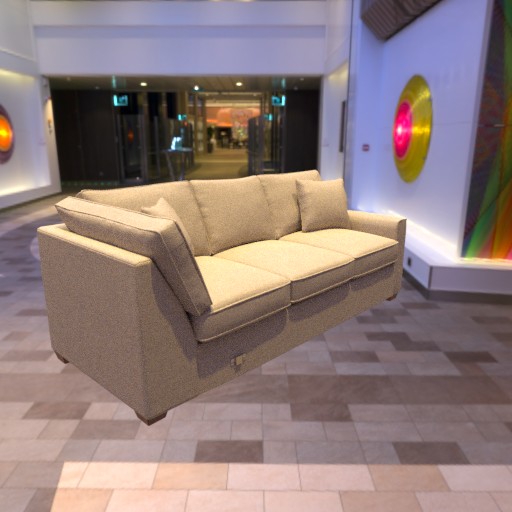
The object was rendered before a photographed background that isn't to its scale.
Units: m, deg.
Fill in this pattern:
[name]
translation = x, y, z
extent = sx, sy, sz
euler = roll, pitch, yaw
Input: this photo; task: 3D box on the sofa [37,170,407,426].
[sofa]
translation = 0.000, 0.000, 2.881
extent = 1.061, 0.962, 2.317
euler = 14, 21, 42
